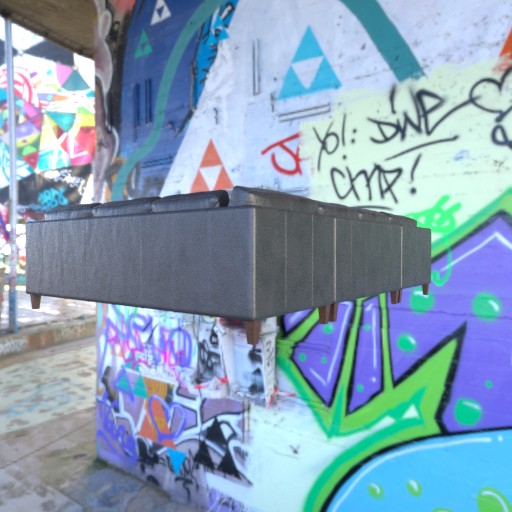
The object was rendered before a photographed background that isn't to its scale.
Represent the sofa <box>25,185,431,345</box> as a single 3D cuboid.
[{"bbox_3d":[0.000,0.000,4.377,2.452,0.891,3.324,1,1,37],"label":"sofa"}]
